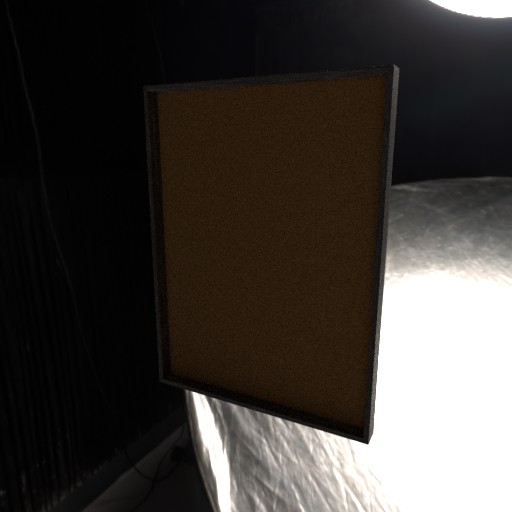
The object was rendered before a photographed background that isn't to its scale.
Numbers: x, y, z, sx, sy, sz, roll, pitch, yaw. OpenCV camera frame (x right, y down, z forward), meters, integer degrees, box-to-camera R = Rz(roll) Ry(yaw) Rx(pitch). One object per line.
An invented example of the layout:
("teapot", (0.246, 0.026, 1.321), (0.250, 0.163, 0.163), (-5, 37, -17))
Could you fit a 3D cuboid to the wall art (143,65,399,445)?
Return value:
("wall art", (0.000, 0.000, 1.352), (0.762, 1.016, 0.063), (7, 15, 27))
